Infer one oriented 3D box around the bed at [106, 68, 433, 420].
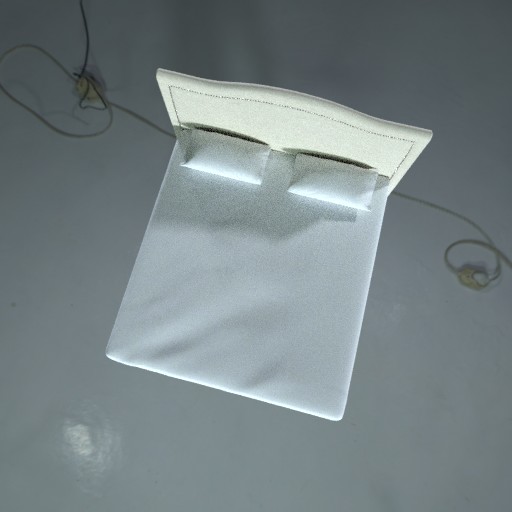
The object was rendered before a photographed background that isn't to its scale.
[{"bbox_3d":[0.000,0.000,3.582,2.083,1.421,2.182,14,76,4],"label":"bed"}]
